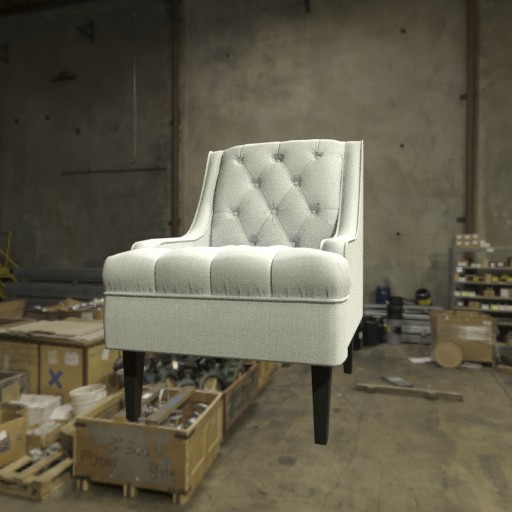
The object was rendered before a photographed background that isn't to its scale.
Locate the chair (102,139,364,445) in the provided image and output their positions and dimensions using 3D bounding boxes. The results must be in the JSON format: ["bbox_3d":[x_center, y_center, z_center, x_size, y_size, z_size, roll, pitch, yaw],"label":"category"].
[{"bbox_3d":[0.000,0.000,1.430,0.658,0.891,0.772,0,1,17],"label":"chair"}]
